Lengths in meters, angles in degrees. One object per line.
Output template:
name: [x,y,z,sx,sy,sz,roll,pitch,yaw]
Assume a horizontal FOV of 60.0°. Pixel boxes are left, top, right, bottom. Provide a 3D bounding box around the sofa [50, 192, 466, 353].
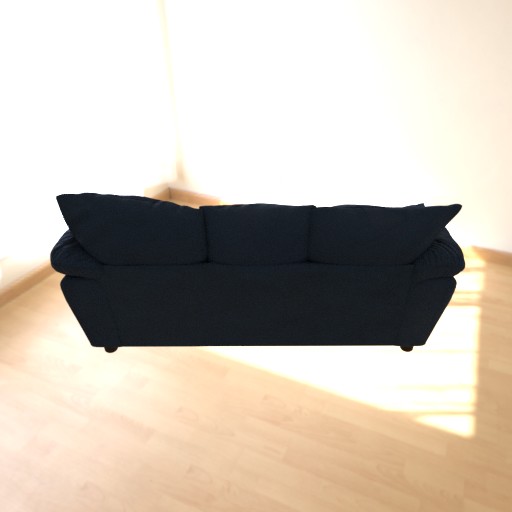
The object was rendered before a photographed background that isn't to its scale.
sofa: [0.000,0.000,2.854,2.390,1.091,0.907,0,31,0]
